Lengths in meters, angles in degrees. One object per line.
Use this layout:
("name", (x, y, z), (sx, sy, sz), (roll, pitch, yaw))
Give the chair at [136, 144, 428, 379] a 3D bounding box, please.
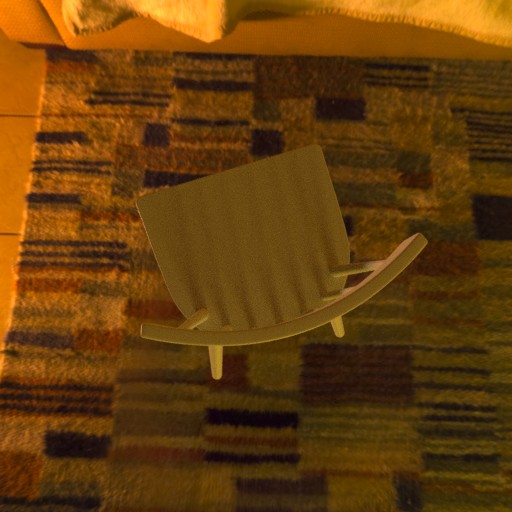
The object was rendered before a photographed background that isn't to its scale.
("chair", (0.000, 0.000, 1.102), (0.483, 0.787, 0.500), (-18, 76, -4))
